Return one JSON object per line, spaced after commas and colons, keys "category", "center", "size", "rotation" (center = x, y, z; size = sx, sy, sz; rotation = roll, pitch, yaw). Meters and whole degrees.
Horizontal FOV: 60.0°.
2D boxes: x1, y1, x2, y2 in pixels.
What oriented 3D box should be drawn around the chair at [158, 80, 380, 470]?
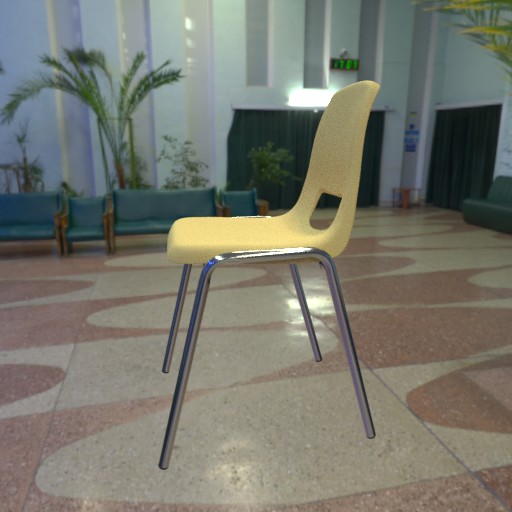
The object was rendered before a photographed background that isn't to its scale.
{"category": "chair", "center": [0.000, 0.000, 0.947], "size": [0.436, 0.704, 0.381], "rotation": [-3, 14, -10]}
